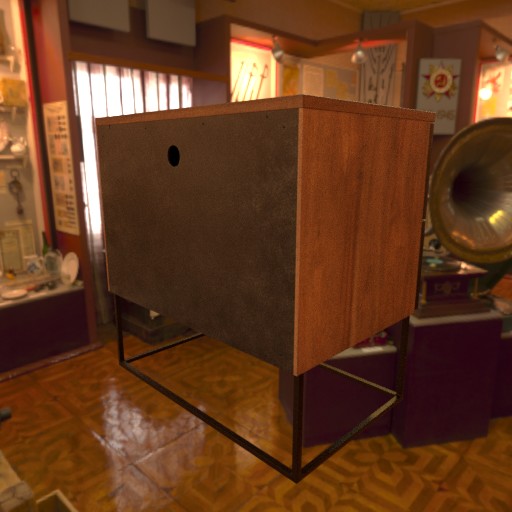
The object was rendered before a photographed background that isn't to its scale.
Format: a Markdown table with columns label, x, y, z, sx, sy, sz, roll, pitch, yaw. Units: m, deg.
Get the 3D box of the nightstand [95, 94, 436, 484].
| label | x | y | z | sx | sy | sz | roll | pitch | yaw |
| --- | --- | --- | --- | --- | --- | --- | --- | --- | --- |
| nightstand | 0.000 | 0.000 | 1.009 | 0.427 | 0.611 | 0.605 | -13 | 18 | -43 |
